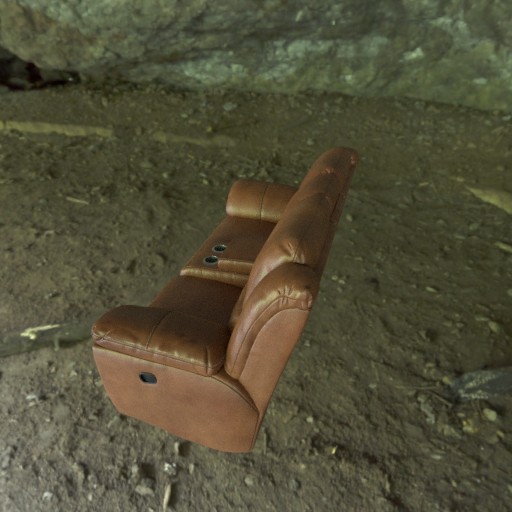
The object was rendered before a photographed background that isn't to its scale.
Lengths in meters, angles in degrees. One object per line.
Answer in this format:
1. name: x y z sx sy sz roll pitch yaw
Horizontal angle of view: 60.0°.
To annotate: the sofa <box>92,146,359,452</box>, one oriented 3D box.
1. sofa: 0.000 0.000 2.669 0.991 1.043 2.058 8 30 14
